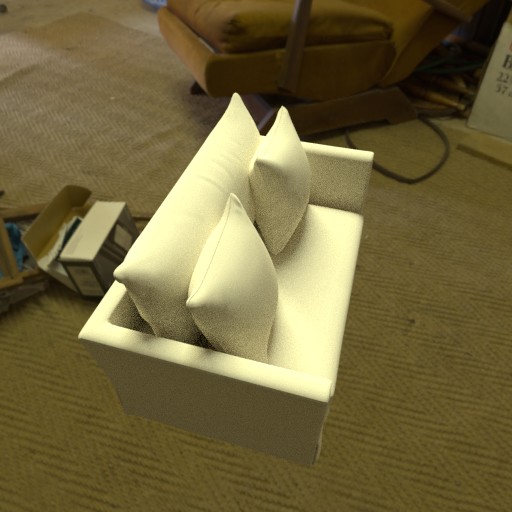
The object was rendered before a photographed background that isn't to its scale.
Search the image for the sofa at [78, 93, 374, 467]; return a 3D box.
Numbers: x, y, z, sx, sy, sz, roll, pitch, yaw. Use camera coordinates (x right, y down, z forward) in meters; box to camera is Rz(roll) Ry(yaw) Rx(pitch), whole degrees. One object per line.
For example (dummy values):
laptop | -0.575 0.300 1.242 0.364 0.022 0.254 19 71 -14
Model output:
sofa | 0.000 0.000 2.270 1.026 1.039 1.608 12 46 11
